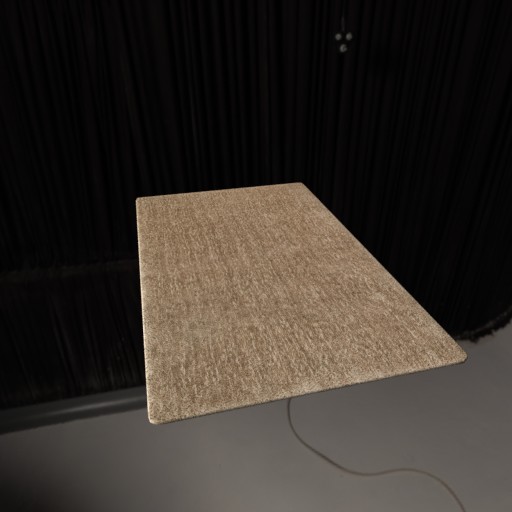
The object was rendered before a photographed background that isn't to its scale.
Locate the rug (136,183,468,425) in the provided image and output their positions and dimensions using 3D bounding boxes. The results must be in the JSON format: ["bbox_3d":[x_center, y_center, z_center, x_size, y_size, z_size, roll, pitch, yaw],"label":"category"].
[{"bbox_3d":[0.000,0.000,3.015,1.539,0.024,2.469,-7,31,-12],"label":"rug"}]
